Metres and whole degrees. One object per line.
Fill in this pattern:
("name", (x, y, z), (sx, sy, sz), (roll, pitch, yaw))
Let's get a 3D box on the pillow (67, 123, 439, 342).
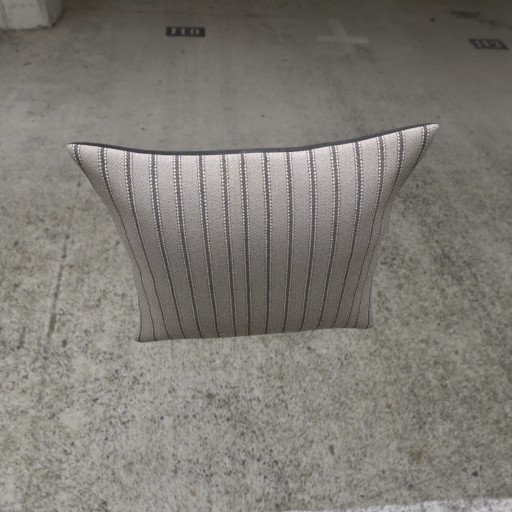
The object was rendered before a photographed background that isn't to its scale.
("pillow", (0.000, 0.000, 0.704), (0.468, 0.444, 0.138), (-3, 47, -3))
